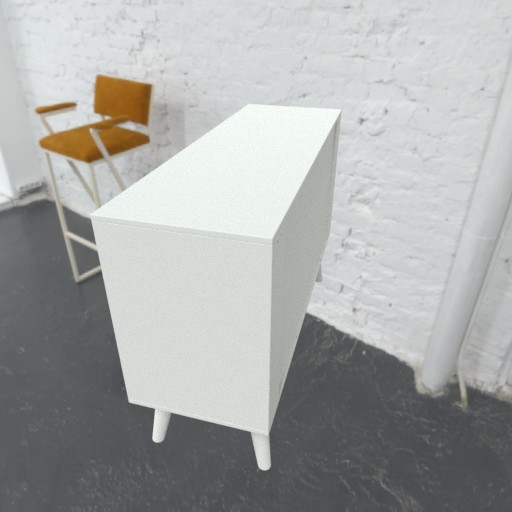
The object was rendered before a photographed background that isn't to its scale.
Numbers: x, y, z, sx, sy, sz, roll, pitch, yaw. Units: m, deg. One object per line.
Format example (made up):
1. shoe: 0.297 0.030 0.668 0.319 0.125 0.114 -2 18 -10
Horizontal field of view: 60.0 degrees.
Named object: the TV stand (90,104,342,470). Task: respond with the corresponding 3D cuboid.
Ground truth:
1. TV stand: 0.000 0.000 1.608 0.406 0.812 1.193 8 31 14
